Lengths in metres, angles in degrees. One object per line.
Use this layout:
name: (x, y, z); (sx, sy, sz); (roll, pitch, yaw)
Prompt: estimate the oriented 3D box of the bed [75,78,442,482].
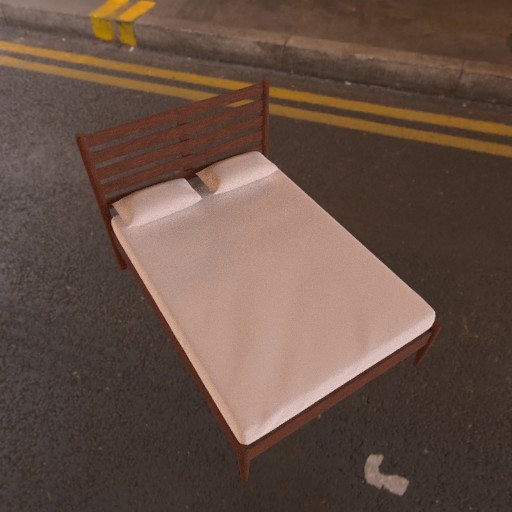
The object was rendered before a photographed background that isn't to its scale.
bed: (0.000, 0.000, 3.046); (1.509, 1.304, 2.093); (-25, 52, -21)
